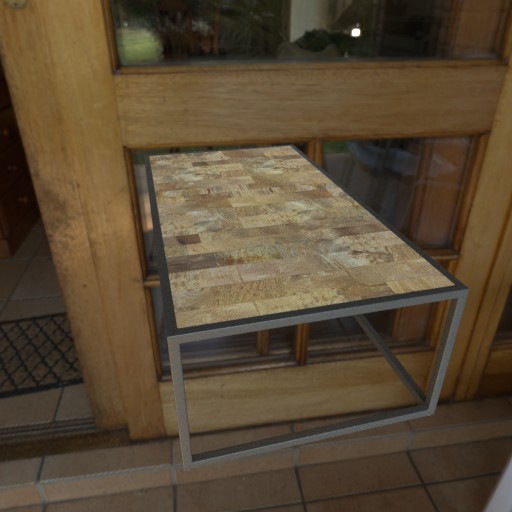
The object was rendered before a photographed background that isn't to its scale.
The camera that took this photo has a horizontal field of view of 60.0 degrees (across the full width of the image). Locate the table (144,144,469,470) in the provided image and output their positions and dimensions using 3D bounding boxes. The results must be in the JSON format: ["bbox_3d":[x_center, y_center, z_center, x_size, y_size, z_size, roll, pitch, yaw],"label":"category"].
[{"bbox_3d":[0.000,0.000,1.494,0.649,0.398,1.199,-7,30,-13],"label":"table"}]
